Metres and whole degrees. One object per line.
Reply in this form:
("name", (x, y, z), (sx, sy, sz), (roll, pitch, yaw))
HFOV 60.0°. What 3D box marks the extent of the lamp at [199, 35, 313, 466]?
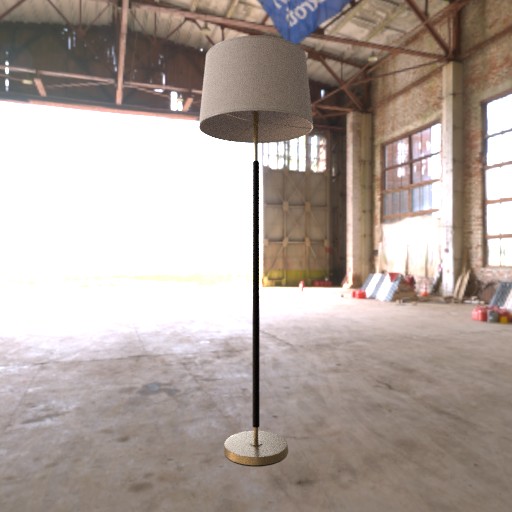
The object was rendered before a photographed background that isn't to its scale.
("lamp", (0.000, 0.000, 1.638), (0.420, 1.447, 0.420), (0, 0, 0))
